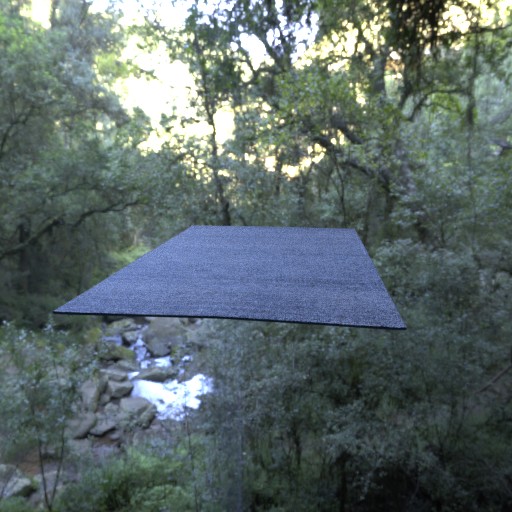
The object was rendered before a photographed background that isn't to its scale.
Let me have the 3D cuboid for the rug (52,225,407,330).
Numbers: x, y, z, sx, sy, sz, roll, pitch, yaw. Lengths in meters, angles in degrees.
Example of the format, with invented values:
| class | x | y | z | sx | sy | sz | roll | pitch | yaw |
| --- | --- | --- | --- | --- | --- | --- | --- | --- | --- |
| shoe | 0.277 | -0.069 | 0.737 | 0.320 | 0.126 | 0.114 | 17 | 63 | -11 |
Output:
| class | x | y | z | sx | sy | sz | roll | pitch | yaw |
| --- | --- | --- | --- | --- | --- | --- | --- | --- | --- |
| rug | 0.000 | 0.000 | 2.284 | 1.159 | 0.025 | 1.793 | 2 | 13 | 7 |
